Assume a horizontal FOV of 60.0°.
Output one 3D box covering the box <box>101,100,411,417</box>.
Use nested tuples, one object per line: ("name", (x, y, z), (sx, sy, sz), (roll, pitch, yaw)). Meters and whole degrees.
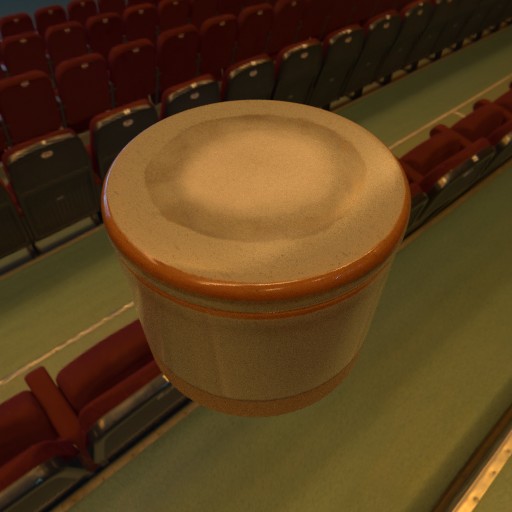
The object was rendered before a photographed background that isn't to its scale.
("box", (0.000, 0.000, 0.213), (0.123, 0.100, 0.123), (0, 47, 0))
